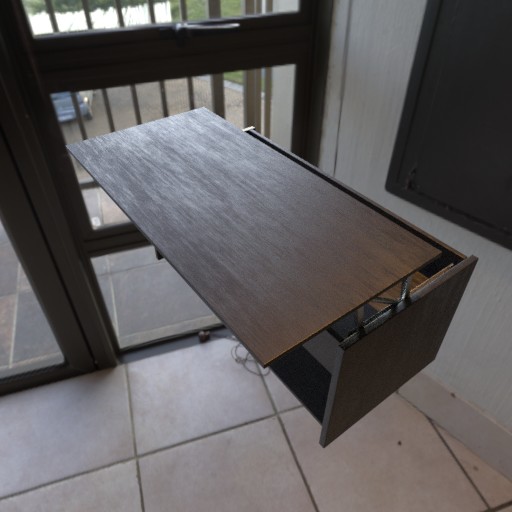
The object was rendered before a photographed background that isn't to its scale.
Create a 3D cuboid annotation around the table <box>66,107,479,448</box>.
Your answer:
[{"bbox_3d":[0.000,0.000,1.402,0.712,0.570,1.000,-26,47,-27],"label":"table"}]
